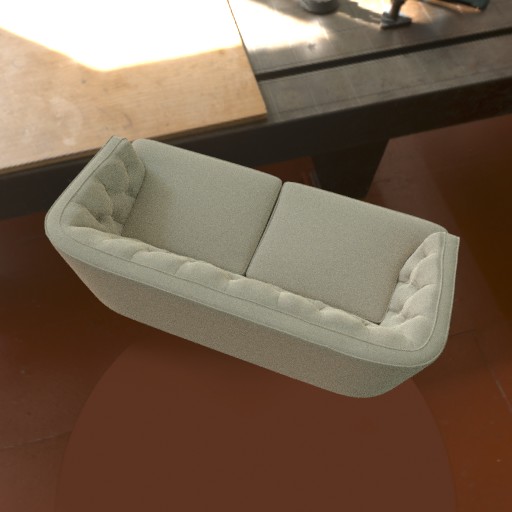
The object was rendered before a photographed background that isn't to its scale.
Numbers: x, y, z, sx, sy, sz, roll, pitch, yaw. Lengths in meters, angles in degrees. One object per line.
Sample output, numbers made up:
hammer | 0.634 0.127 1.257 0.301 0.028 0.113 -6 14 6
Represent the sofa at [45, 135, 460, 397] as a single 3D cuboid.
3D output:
sofa | 0.000 0.000 2.205 1.733 0.855 0.941 18 65 9
